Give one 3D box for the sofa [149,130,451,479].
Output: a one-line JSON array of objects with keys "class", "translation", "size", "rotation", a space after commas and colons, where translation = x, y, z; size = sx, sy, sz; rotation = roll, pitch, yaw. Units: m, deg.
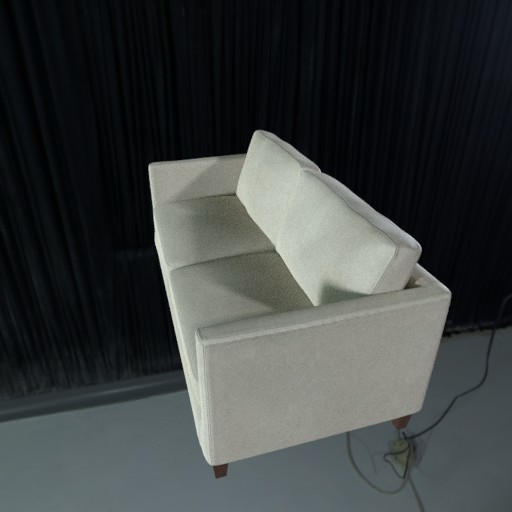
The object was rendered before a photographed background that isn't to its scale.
[{"class": "sofa", "translation": [0.000, 0.000, 2.341], "size": [0.950, 0.940, 1.846], "rotation": [-8, 31, -14]}]
